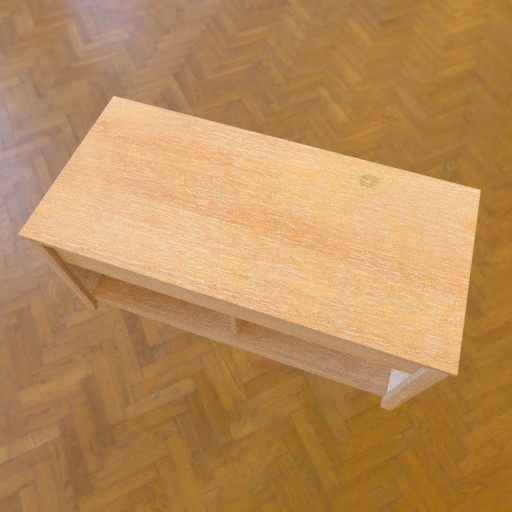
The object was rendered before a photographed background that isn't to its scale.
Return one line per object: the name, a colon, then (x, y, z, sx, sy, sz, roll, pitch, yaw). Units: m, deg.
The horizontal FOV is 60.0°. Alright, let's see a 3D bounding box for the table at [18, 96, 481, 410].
table: (0.000, 0.000, 1.272, 1.016, 0.457, 0.483, 17, 63, 9)
